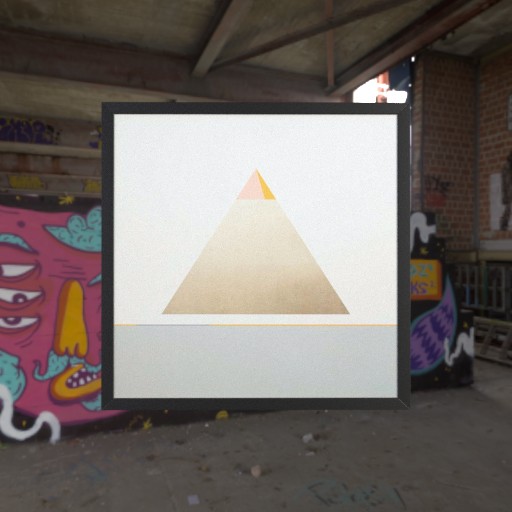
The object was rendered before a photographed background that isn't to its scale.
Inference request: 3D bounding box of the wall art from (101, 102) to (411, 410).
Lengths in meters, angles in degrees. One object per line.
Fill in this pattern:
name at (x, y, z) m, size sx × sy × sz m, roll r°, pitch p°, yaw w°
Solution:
wall art at (0.000, 0.000, 0.454) m, size 0.304 × 0.303 × 0.037 m, roll 0°, pitch 0°, yaw 0°
